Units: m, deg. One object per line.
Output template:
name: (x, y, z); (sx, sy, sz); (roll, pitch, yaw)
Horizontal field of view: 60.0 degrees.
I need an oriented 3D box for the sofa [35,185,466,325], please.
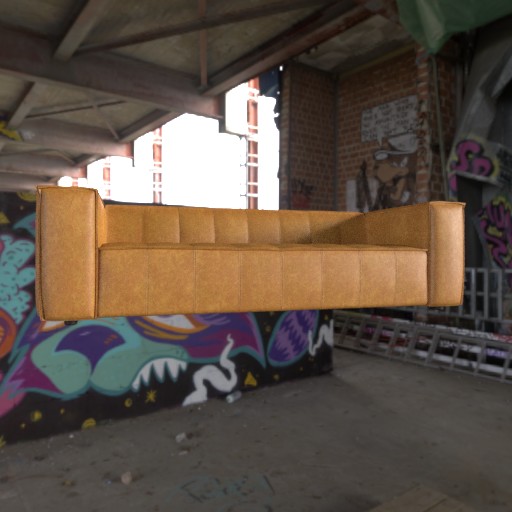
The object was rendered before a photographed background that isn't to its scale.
sofa: (0.000, 0.000, 2.997); (2.581, 0.701, 1.102); (0, 0, -17)
